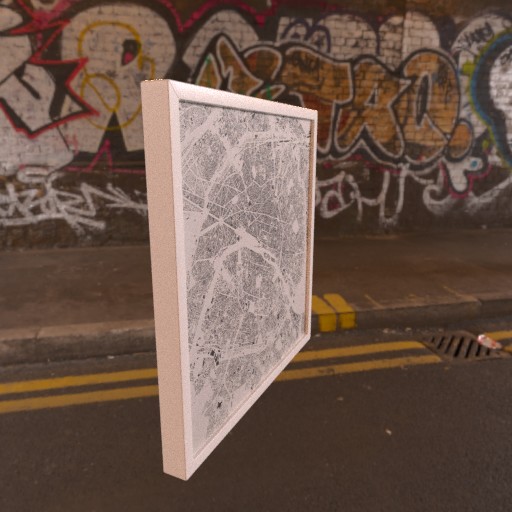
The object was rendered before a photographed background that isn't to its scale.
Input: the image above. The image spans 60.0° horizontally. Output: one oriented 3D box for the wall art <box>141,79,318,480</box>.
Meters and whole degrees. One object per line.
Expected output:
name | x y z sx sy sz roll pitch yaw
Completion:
wall art | 0.000 0.000 0.764 0.038 0.508 0.508 7 16 25
